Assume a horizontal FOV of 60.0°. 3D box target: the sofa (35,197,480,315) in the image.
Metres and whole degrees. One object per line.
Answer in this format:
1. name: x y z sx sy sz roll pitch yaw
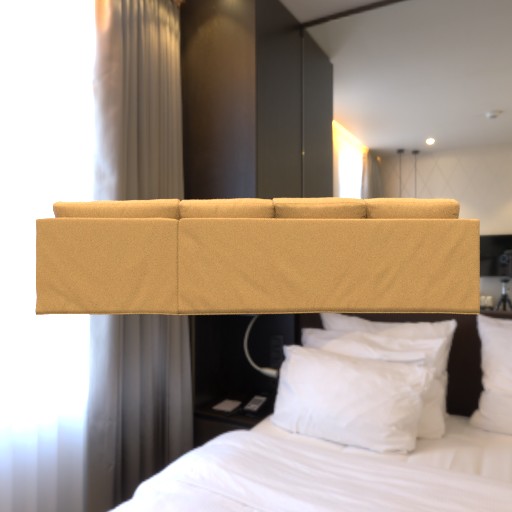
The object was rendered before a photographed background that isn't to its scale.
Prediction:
1. sofa: 0.000 0.000 3.945 3.206 0.871 1.622 0 -1 -1
